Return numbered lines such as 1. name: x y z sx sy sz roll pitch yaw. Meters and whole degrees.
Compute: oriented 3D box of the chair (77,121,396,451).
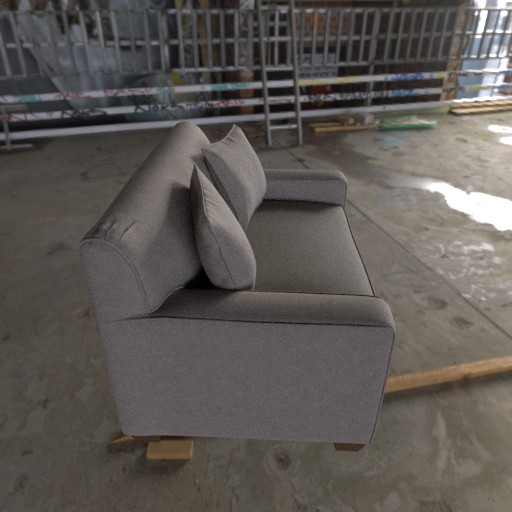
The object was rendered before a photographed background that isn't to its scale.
1. chair: 0.000 0.000 2.027 0.992 0.953 1.395 2 31 3
